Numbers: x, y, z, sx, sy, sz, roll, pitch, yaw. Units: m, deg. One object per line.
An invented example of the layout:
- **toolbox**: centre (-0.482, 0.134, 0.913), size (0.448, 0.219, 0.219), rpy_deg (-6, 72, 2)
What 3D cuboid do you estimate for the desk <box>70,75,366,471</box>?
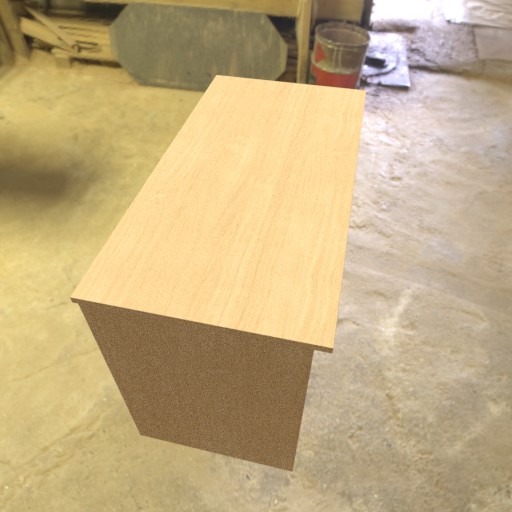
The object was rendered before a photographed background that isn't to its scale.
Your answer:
- **desk**: centre (0.000, 0.000, 1.533), size (0.560, 0.735, 1.097), rpy_deg (9, 47, 9)
